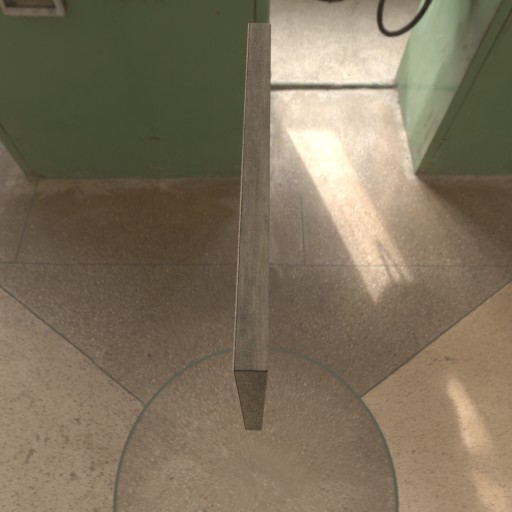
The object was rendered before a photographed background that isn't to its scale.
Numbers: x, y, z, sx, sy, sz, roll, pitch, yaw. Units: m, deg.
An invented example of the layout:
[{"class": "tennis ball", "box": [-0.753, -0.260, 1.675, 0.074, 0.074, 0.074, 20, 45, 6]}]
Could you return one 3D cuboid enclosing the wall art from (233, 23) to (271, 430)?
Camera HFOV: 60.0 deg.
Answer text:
[{"class": "wall art", "box": [0.000, 0.000, 1.121, 0.050, 0.751, 0.749, 1, 63, 1]}]
